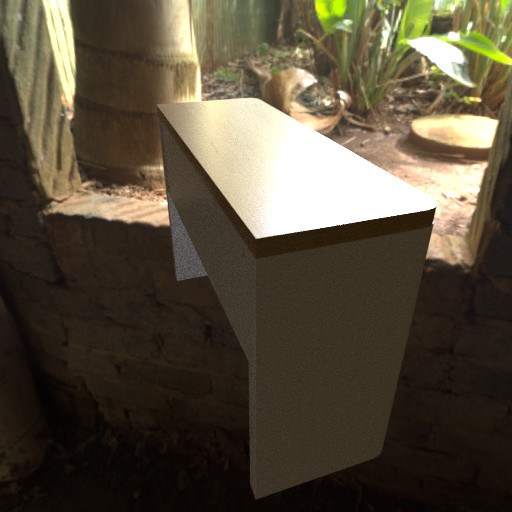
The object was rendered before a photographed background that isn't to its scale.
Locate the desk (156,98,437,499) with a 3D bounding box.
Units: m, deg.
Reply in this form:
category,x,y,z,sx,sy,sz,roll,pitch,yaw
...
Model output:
category,x,y,z,sx,sy,sz,roll,pitch,yaw
desk,0.000,0.000,1.437,0.390,0.760,1.100,-10,32,-17
